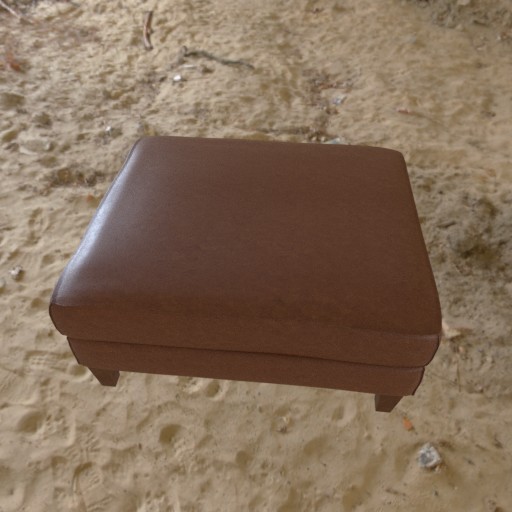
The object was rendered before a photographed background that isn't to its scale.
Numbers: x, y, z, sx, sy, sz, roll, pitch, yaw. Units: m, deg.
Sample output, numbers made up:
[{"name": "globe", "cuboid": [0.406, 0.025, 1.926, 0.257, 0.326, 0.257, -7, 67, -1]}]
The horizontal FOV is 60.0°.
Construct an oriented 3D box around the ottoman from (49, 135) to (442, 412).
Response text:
[{"name": "ottoman", "cuboid": [0.000, 0.000, 1.469, 0.987, 0.472, 0.836, 4, 45, 4]}]
